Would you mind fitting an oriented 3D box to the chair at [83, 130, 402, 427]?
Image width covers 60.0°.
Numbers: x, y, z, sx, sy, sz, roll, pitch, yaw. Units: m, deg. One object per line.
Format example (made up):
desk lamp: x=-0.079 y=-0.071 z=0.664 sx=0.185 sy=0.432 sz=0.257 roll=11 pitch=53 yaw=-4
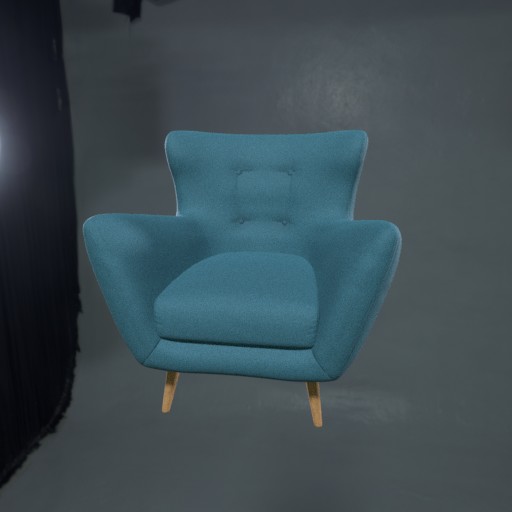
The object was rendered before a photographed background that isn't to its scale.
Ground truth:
chair: x=0.000 y=0.000 z=1.613 sx=0.890 sy=0.889 sz=0.889 roll=2 pitch=15 yaw=8
